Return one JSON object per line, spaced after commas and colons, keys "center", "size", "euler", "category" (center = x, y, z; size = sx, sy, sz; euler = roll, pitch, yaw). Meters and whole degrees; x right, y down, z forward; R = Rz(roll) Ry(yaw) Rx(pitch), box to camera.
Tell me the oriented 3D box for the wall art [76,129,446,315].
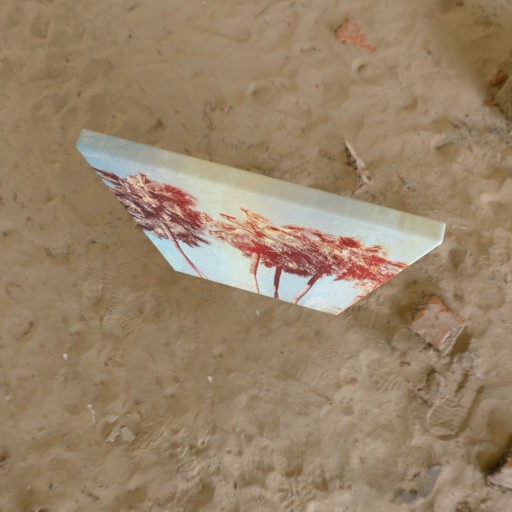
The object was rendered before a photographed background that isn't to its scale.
{"center": [0.000, 0.000, 1.147], "size": [0.605, 0.915, 0.037], "euler": [15, 76, 4], "category": "wall art"}
